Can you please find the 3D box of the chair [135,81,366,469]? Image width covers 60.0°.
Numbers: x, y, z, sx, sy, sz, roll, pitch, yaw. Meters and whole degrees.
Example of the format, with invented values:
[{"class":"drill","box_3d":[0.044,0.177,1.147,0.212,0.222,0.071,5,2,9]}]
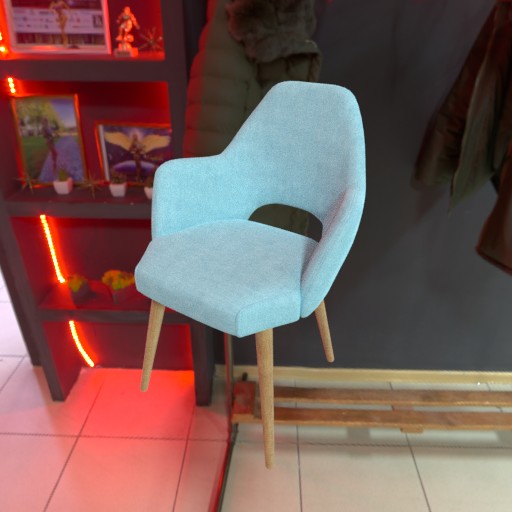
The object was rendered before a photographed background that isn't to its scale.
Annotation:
[{"class":"chair","box_3d":[0.000,0.000,1.233,0.590,0.840,0.610,19,34,30]}]
